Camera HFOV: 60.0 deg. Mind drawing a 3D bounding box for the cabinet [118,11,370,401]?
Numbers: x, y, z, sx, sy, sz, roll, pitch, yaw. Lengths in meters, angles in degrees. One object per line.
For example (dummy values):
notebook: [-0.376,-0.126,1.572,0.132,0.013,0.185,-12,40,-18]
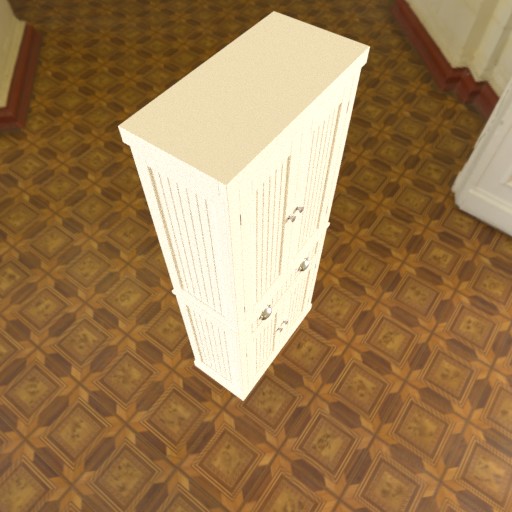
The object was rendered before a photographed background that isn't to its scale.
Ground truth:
cabinet: [0.000,0.000,2.078,0.390,1.829,0.754,31,61,19]
